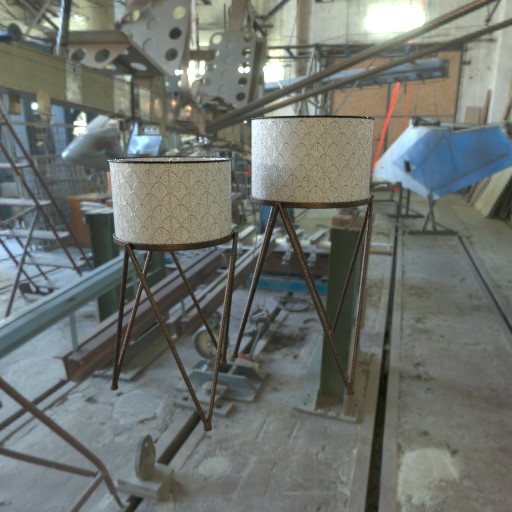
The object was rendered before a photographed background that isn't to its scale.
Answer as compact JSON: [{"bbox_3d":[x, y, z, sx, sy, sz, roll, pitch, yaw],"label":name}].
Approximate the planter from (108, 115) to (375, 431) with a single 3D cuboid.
[{"bbox_3d":[0.000,0.000,1.186,0.769,0.712,0.413,-7,16,-26],"label":"planter"}]
